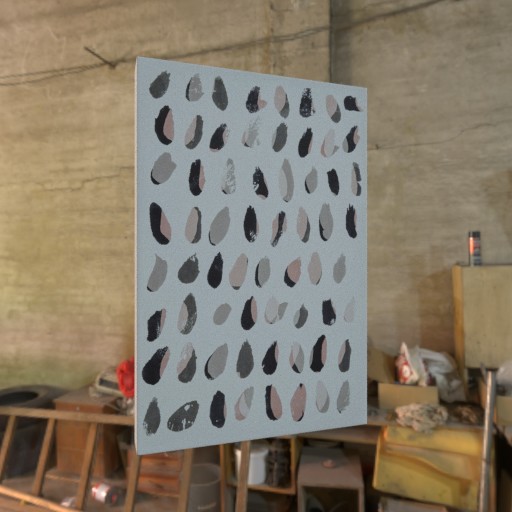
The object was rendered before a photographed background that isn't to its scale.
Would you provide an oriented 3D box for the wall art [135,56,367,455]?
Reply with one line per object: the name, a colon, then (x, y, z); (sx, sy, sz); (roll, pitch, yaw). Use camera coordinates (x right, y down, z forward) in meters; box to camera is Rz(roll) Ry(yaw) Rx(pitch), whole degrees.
wall art: (0.000, 0.000, 0.481); (0.252, 0.381, 0.039); (0, 0, -18)
